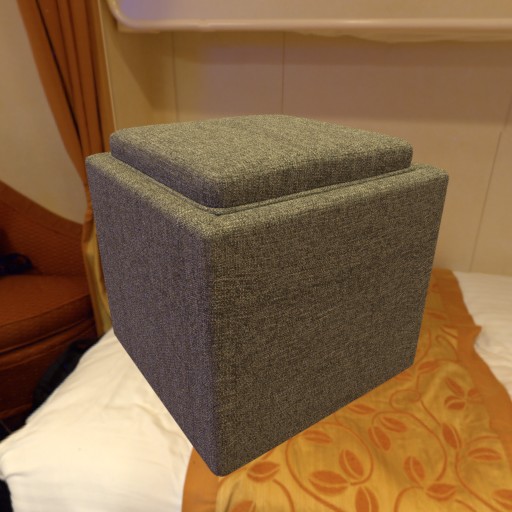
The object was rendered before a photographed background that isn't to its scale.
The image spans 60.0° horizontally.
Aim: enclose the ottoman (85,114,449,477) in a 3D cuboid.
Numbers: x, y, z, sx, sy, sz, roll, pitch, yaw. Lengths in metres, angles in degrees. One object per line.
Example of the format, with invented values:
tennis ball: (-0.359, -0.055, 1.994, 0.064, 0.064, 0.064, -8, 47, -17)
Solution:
ottoman: (0.000, 0.000, 0.820, 0.450, 0.460, 0.450, -17, 30, -31)
